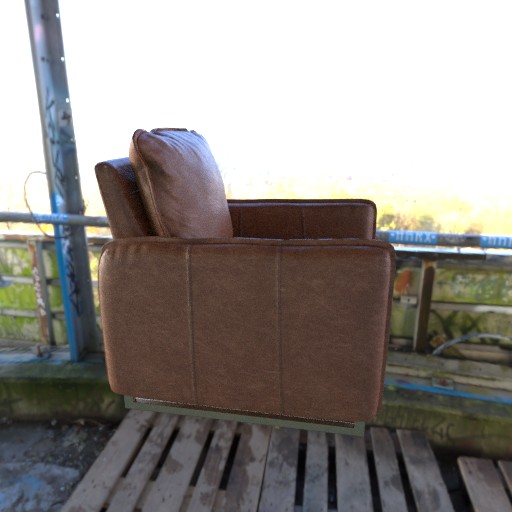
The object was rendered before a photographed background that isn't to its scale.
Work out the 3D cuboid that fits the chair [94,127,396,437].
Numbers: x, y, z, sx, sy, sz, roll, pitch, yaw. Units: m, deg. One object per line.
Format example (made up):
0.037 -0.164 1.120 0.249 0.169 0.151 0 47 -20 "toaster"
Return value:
0.000 0.000 1.649 0.922 0.922 0.830 3 17 10 "chair"
